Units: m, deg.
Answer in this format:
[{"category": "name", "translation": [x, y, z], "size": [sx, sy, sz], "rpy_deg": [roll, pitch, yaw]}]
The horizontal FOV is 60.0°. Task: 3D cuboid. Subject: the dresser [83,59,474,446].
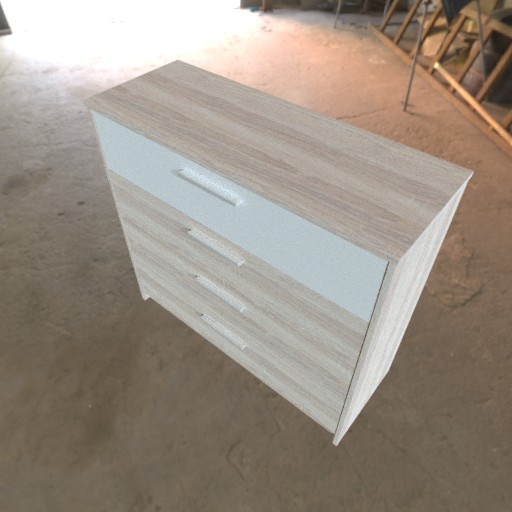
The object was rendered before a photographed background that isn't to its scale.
[{"category": "dresser", "translation": [0.000, 0.000, 1.452], "size": [0.980, 0.900, 0.380], "rpy_deg": [31, 53, 26]}]
